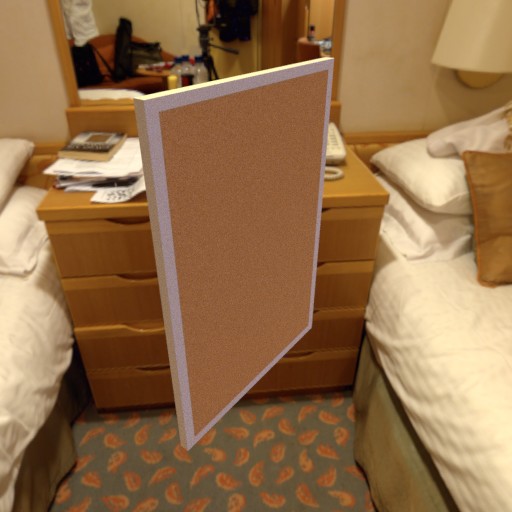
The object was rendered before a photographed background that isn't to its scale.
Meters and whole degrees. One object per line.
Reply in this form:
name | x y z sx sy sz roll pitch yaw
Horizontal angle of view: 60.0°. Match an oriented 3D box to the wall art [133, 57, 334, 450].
wall art | 0.000 0.000 0.562 0.013 0.433 0.303 22 37 31
